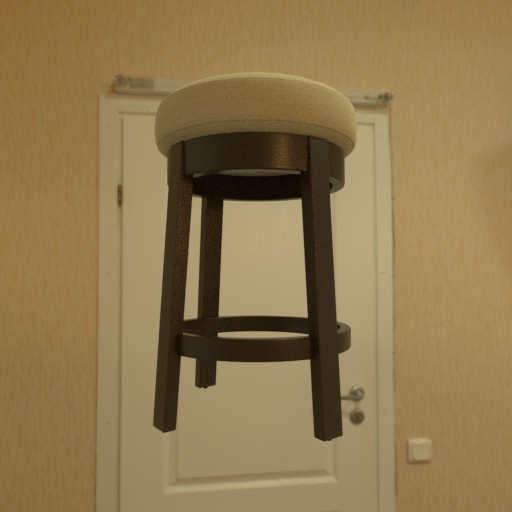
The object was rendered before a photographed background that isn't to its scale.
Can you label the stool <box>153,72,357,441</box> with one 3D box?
[{"bbox_3d":[0.000,0.000,0.956,0.449,0.655,0.449,0,-2,0],"label":"stool"}]
